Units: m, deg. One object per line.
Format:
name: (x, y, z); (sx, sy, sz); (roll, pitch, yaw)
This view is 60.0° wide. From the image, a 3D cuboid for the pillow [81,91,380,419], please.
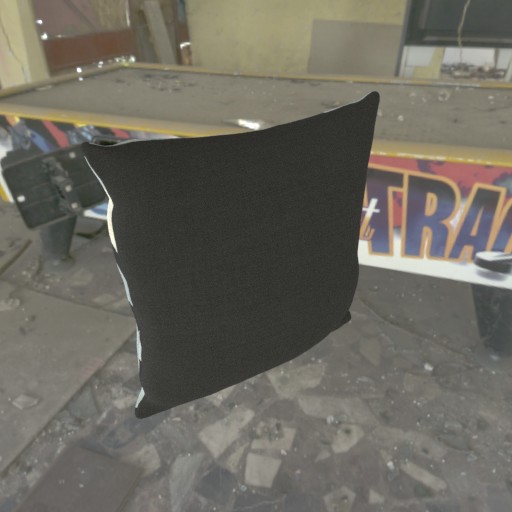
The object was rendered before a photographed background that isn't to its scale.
pillow: (0.000, 0.000, 0.763); (0.503, 0.496, 0.208); (-19, 36, -28)
